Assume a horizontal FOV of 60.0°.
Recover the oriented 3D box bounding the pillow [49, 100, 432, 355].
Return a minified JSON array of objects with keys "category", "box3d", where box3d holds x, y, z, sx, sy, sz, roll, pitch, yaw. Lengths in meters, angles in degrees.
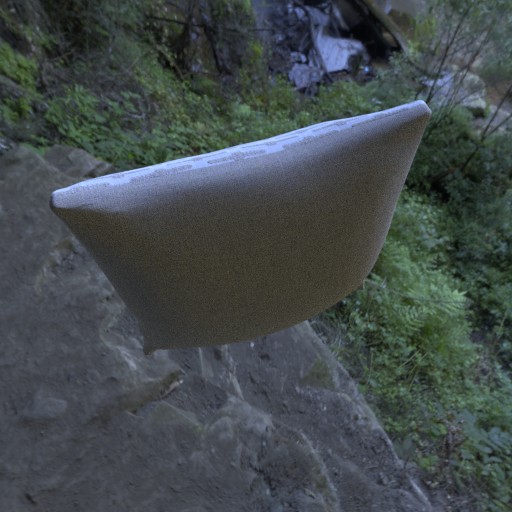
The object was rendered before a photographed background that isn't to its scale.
[{"category":"pillow","box3d":[0.000,0.000,0.752,0.496,0.491,0.219,-16,61,-9]}]
